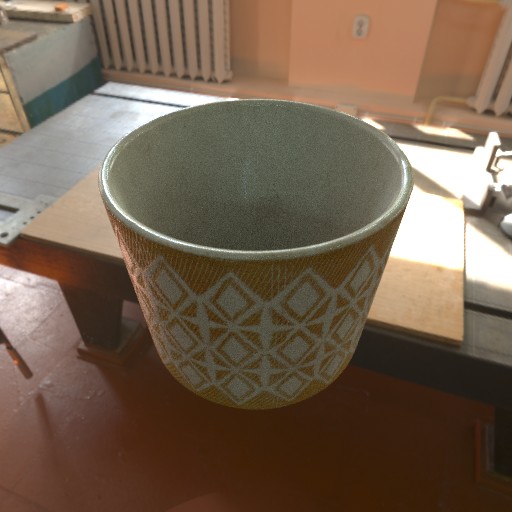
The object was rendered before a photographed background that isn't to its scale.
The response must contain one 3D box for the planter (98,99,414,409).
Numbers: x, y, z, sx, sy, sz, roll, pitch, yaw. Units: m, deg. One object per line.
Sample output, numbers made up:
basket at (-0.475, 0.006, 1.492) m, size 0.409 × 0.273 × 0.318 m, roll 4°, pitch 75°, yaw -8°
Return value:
planter at (0.000, 0.000, 0.333) m, size 0.193 × 0.165 × 0.193 m, roll 0°, pitch 41°, yaw 0°
